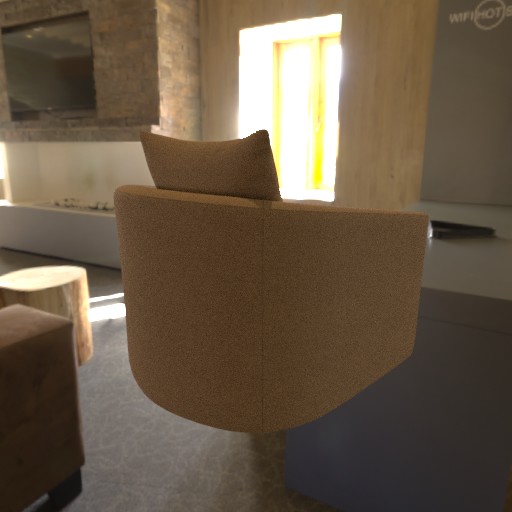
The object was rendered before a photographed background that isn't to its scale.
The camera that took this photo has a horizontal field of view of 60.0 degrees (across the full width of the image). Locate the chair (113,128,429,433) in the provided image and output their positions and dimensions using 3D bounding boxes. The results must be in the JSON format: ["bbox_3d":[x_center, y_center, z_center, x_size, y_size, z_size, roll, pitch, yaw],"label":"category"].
[{"bbox_3d":[0.000,0.000,1.562,0.845,0.848,0.910,14,20,43],"label":"chair"}]
